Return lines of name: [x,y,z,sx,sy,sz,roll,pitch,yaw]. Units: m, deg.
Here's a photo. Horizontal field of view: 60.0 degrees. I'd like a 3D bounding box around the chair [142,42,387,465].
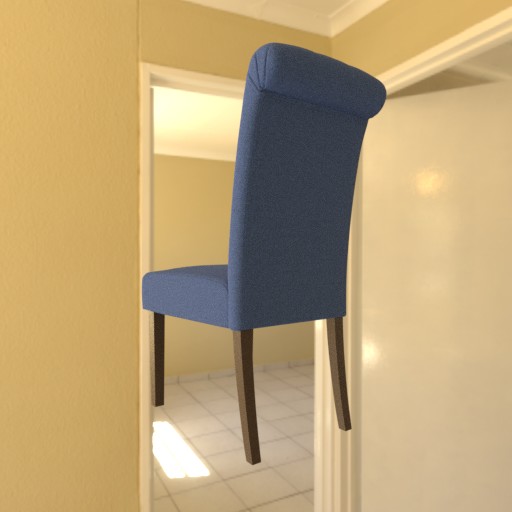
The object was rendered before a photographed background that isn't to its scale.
chair: [0.000,0.000,1.354,0.456,1.006,0.671,-1,1,-37]
